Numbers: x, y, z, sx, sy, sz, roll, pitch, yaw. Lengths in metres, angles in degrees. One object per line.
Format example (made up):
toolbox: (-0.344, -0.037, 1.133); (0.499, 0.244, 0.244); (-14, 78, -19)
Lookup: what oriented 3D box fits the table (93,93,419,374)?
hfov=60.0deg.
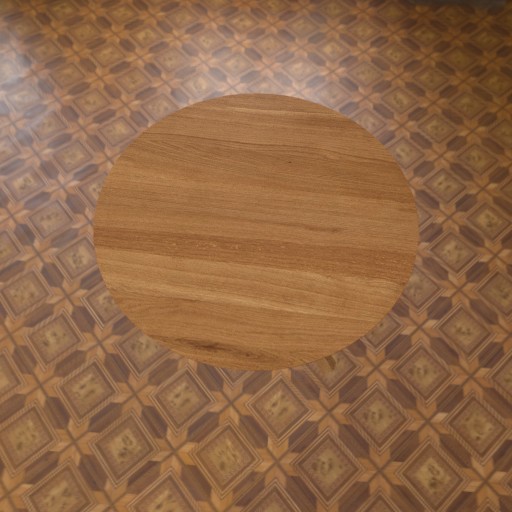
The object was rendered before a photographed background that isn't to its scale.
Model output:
table: (0.000, 0.000, 1.727); (1.038, 0.666, 1.038); (0, 63, 0)
